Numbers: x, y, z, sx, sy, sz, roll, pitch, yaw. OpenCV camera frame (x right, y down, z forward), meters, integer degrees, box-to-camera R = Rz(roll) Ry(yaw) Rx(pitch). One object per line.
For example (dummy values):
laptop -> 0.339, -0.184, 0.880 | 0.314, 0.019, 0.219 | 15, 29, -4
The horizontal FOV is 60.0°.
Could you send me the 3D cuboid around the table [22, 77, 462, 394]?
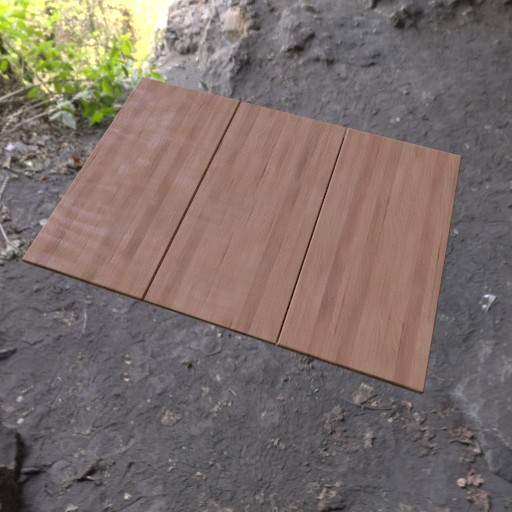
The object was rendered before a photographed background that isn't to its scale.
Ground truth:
table -> 0.000, 0.000, 1.876 | 1.300, 0.770, 0.900 | 17, 64, 9
